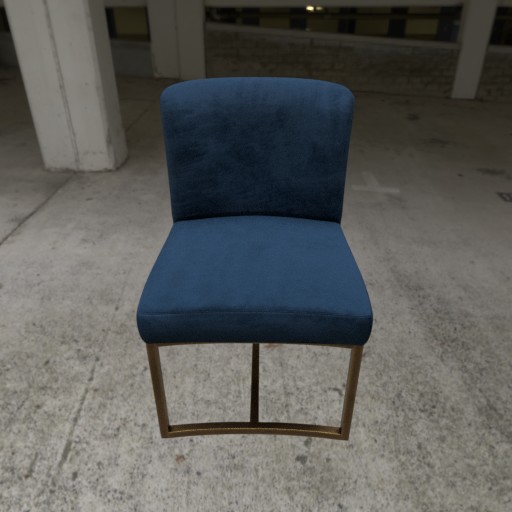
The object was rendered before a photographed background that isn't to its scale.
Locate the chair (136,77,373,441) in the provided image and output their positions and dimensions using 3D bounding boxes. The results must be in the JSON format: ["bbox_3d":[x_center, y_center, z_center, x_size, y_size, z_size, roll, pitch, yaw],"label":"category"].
[{"bbox_3d":[0.000,0.000,1.185,0.530,0.824,0.560,0,30,1],"label":"chair"}]
